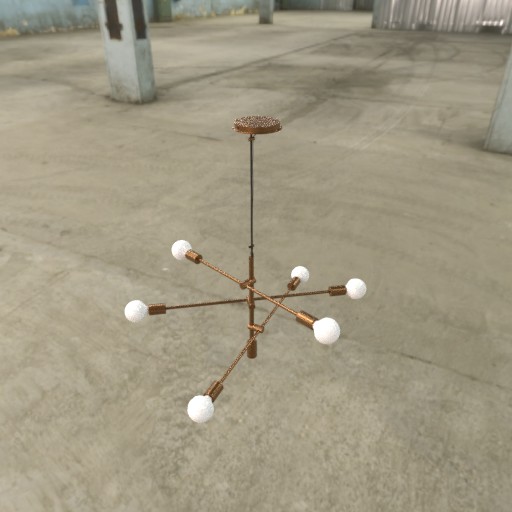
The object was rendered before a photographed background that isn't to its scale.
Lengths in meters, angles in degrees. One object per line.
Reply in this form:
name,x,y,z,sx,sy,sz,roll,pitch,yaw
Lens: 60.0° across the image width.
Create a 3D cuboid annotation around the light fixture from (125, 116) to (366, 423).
light fixture,0.000,0.000,1.253,0.682,0.744,0.637,-20,36,-30
